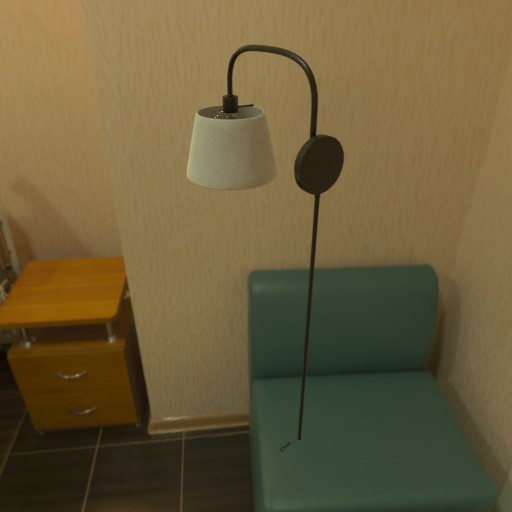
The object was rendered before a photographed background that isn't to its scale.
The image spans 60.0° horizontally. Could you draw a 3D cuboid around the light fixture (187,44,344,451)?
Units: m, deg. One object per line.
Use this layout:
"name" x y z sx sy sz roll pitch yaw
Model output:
"light fixture" 0.000 0.000 0.462 0.092 0.399 0.176 -20 35 -30
